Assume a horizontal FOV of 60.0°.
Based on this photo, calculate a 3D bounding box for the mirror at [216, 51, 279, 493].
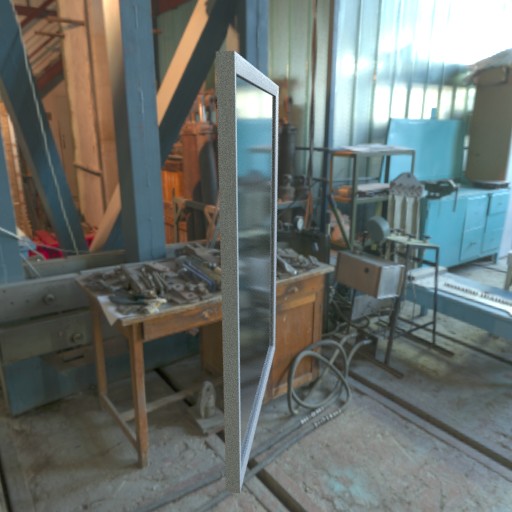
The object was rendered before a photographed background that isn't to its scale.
[{"bbox_3d":[0.000,0.000,1.330,0.040,1.016,0.762,3,16,9],"label":"mirror"}]
